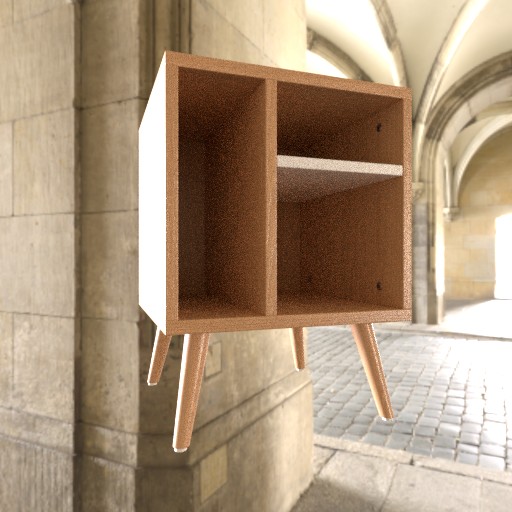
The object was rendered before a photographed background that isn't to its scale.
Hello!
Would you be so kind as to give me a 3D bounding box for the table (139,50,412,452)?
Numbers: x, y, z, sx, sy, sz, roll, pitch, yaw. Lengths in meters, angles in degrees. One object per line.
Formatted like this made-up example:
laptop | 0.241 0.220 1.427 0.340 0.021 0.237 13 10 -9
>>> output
table | 0.000 0.000 0.847 0.400 0.550 0.400 0 0 -20
